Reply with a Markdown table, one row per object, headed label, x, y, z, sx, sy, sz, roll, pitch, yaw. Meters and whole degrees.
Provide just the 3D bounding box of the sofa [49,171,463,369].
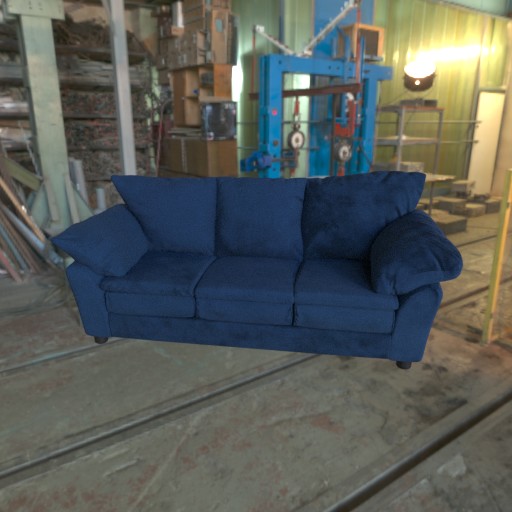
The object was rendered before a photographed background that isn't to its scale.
| label | x | y | z | sx | sy | sz | roll | pitch | yaw |
| --- | --- | --- | --- | --- | --- | --- | --- | --- | --- |
| sofa | 0.000 | 0.000 | 2.937 | 2.390 | 1.091 | 0.907 | 3 | 17 | 9 |
